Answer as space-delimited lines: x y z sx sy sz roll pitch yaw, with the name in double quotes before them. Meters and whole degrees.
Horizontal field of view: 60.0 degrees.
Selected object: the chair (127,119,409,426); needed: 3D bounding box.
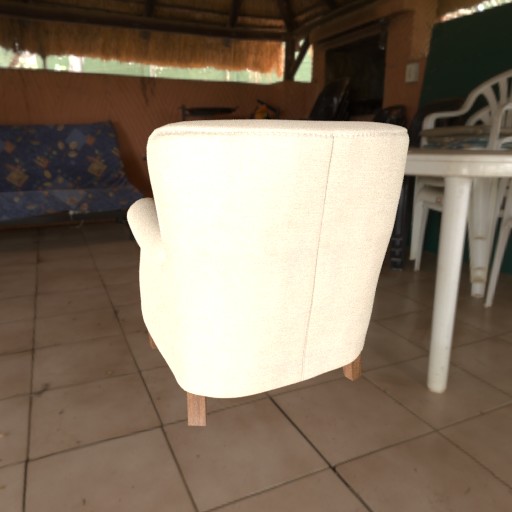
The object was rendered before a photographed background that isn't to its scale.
"chair" 0.000 0.000 1.645 0.861 0.936 0.921 -7 16 -25
